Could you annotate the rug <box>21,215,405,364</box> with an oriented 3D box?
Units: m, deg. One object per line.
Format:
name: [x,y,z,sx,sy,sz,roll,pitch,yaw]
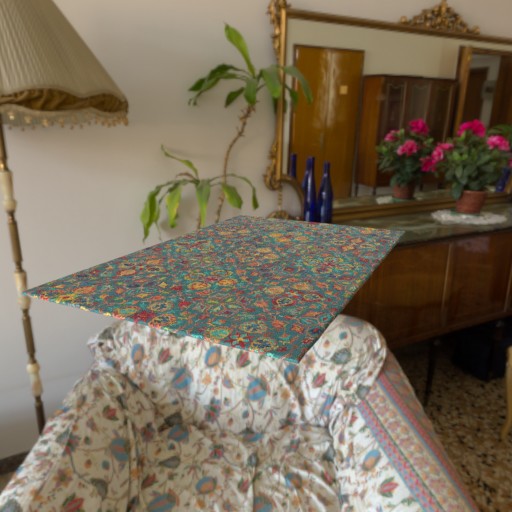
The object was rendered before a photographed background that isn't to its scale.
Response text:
rug: [0.000,0.000,2.322,1.216,0.014,1.836,8,18,26]
